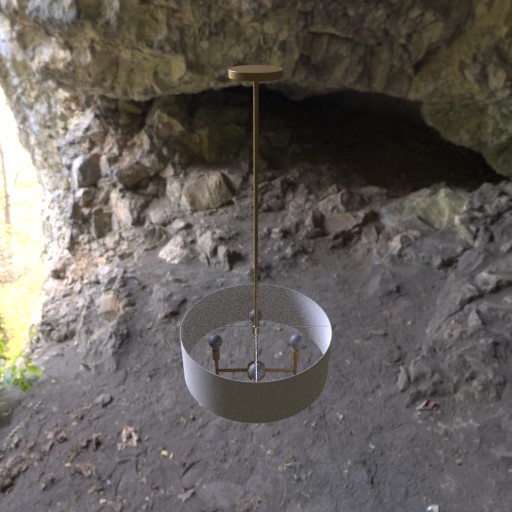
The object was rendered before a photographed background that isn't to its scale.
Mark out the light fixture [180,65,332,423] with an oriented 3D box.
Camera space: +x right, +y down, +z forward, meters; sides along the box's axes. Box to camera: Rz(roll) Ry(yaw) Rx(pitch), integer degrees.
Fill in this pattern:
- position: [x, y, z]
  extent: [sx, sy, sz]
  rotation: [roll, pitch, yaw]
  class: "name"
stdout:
- position: [0.000, 0.000, 1.359]
  extent: [0.508, 1.067, 0.508]
  rotation: [0, 30, 0]
  class: "light fixture"
